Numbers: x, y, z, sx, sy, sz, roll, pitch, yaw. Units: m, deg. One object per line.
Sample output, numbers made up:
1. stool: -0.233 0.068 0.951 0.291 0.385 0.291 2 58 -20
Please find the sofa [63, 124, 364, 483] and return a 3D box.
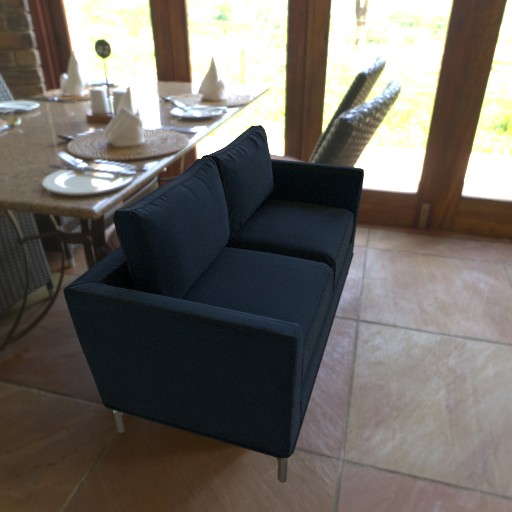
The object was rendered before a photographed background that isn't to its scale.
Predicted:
1. sofa: 0.000 0.000 2.275 0.853 1.002 1.770 9 30 16
